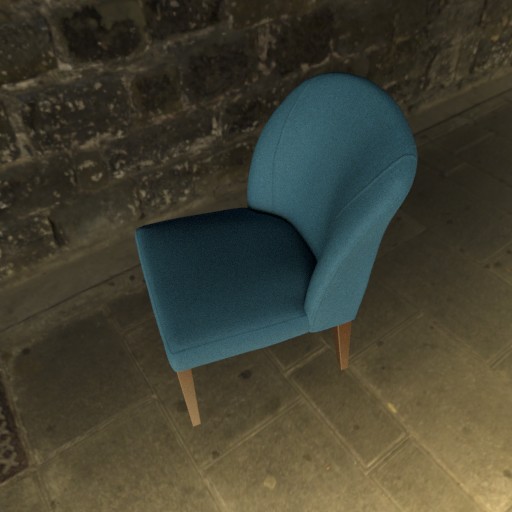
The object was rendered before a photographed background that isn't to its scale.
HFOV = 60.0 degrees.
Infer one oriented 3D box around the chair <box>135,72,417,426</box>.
[{"bbox_3d":[0.000,0.000,1.251,0.620,0.879,0.507,-15,49,-14],"label":"chair"}]
